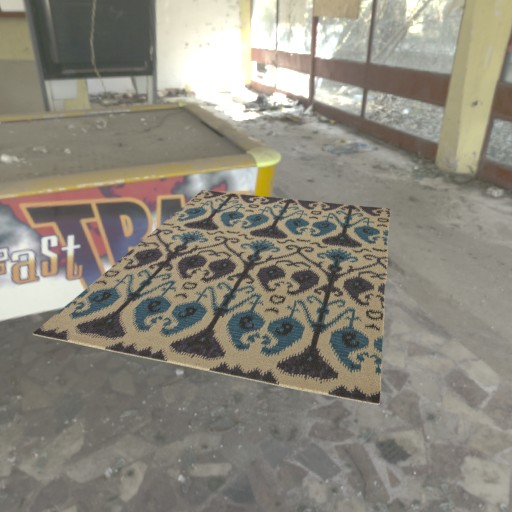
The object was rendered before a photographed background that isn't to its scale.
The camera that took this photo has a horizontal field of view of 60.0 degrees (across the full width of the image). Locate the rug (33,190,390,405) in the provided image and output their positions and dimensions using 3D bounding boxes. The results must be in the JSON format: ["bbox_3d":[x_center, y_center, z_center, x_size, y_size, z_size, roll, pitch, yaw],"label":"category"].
[{"bbox_3d":[0.000,0.000,4.266,2.443,0.024,3.228,8,29,14],"label":"rug"}]
